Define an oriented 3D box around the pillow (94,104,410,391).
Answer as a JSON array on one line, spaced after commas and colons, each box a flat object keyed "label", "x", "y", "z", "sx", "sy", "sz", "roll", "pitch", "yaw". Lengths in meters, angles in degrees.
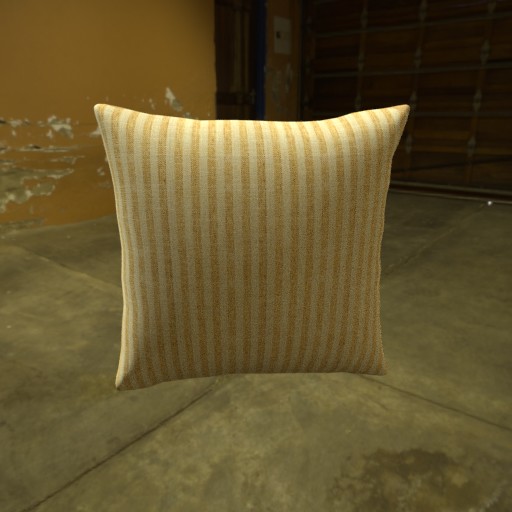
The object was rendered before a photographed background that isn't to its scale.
[{"label": "pillow", "x": 0.000, "y": 0.000, "z": 0.628, "sx": 0.419, "sy": 0.407, "sz": 0.173, "roll": -2, "pitch": 17, "yaw": -6}]
